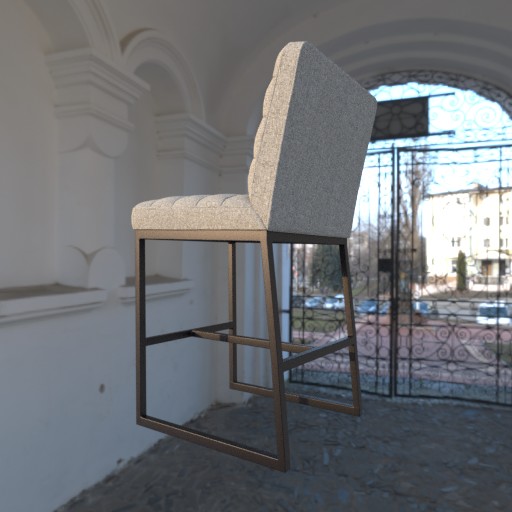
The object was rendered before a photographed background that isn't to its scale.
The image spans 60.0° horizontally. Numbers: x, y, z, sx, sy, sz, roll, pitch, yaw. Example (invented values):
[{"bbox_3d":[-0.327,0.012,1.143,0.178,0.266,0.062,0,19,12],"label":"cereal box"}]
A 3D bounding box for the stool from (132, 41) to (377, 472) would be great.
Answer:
[{"bbox_3d":[0.000,0.000,1.270,0.560,0.940,0.460,0,0,35],"label":"stool"}]
